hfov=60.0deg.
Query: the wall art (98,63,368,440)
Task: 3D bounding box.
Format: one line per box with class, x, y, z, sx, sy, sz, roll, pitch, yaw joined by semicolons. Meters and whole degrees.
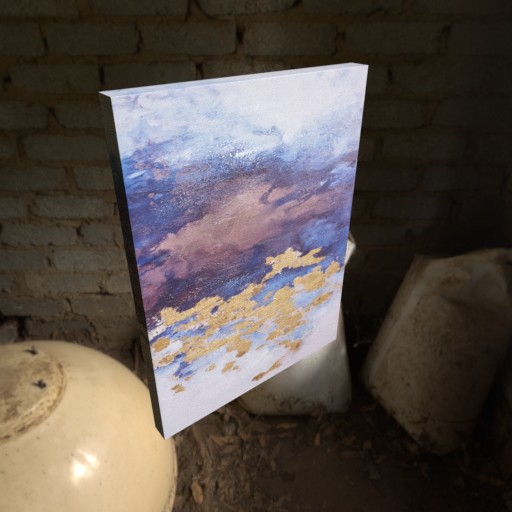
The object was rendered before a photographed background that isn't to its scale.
wall art;0.000;0.000;0.765;0.437;0.581;0.036;-21;36;-32
